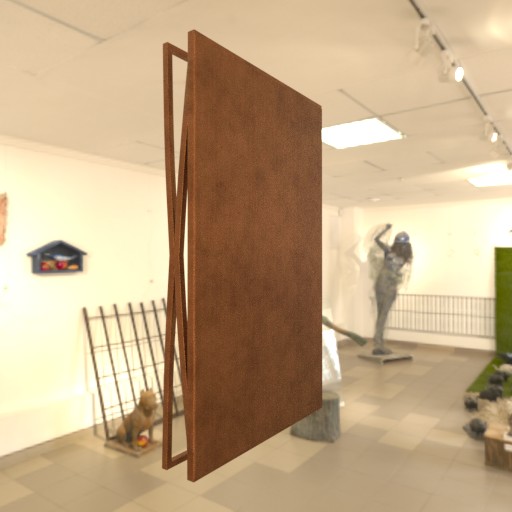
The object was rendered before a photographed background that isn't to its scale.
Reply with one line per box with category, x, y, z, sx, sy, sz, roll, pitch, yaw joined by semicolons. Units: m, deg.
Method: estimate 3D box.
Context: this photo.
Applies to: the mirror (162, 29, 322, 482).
mirror;0.000;0.000;0.962;0.082;0.768;0.468;0;-1;36
